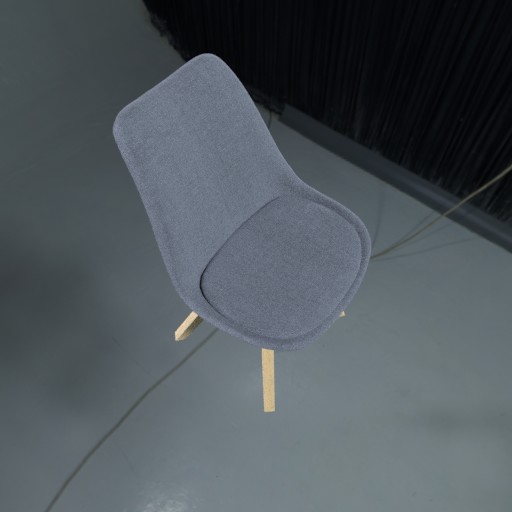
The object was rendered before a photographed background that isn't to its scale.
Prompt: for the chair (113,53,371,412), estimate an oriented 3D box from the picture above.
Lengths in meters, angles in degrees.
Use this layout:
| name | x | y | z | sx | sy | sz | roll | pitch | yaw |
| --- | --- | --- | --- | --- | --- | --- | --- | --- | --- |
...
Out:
| name | x | y | z | sx | sy | sz | roll | pitch | yaw |
| --- | --- | --- | --- | --- | --- | --- | --- | --- | --- |
| chair | 0.000 | 0.000 | 1.197 | 0.550 | 0.850 | 0.485 | 34 | 64 | 19 |
